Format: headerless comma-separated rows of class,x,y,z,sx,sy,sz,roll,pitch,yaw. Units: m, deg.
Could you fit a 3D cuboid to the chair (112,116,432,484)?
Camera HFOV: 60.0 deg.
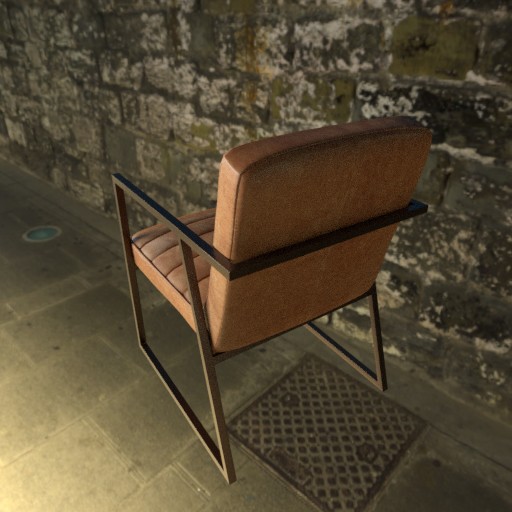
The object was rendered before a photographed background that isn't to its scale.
chair,0.000,0.000,1.251,0.571,0.832,0.677,-18,34,-29
